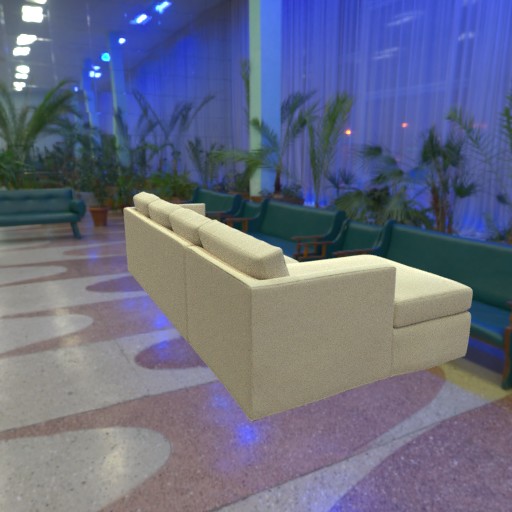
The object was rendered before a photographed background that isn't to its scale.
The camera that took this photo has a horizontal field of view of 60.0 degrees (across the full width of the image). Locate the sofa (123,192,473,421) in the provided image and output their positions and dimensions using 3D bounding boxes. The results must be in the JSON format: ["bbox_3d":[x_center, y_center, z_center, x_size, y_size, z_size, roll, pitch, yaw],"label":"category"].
[{"bbox_3d":[0.000,0.000,3.869,1.650,0.922,3.205,-7,15,-26],"label":"sofa"}]
